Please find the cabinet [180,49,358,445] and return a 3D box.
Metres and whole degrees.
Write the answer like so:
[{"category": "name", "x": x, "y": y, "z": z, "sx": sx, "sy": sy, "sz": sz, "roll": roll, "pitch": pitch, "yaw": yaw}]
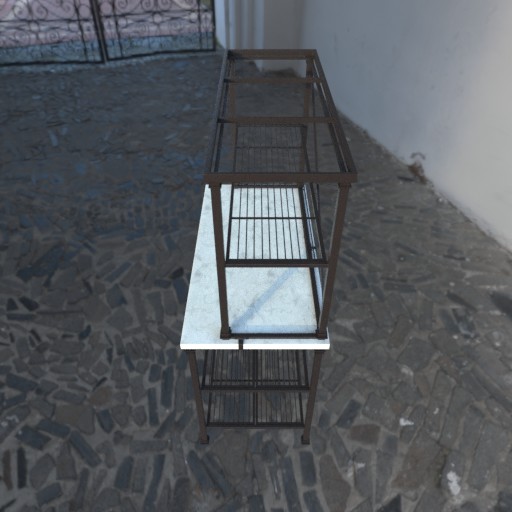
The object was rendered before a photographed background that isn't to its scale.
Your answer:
[{"category": "cabinet", "x": 0.000, "y": 0.000, "z": 2.272, "sx": 0.610, "sy": 1.659, "sz": 1.210, "roll": 0, "pitch": 41, "yaw": 0}]
